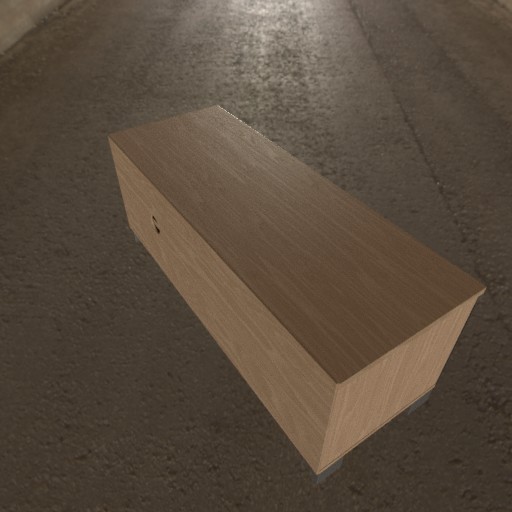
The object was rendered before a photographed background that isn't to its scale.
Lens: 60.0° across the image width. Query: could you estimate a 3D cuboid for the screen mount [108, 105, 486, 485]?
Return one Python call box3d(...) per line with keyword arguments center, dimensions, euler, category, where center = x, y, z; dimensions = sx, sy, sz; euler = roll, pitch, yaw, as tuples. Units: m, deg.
box3d(center=(0.000, 0.000, 1.299), dimensions=(0.406, 0.432, 1.084), euler=(-24, 47, -25), category="screen mount")
